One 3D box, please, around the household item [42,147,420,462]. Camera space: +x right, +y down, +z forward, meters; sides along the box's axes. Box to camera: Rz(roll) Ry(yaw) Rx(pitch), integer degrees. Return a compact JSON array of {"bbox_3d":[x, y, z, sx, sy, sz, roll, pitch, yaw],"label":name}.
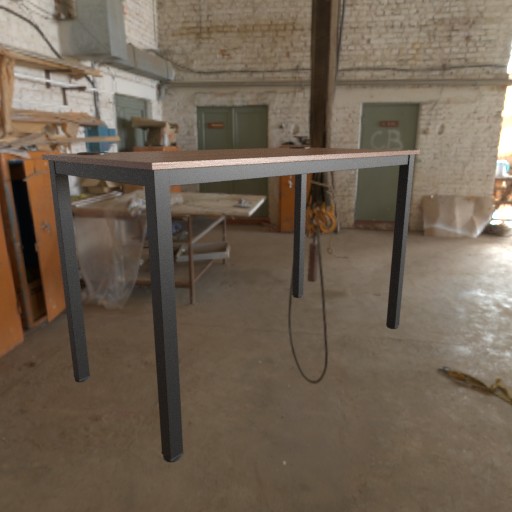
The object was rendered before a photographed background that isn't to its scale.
[{"bbox_3d":[0.000,0.000,1.615,1.200,0.750,0.600,-15,21,-43],"label":"household item"}]
